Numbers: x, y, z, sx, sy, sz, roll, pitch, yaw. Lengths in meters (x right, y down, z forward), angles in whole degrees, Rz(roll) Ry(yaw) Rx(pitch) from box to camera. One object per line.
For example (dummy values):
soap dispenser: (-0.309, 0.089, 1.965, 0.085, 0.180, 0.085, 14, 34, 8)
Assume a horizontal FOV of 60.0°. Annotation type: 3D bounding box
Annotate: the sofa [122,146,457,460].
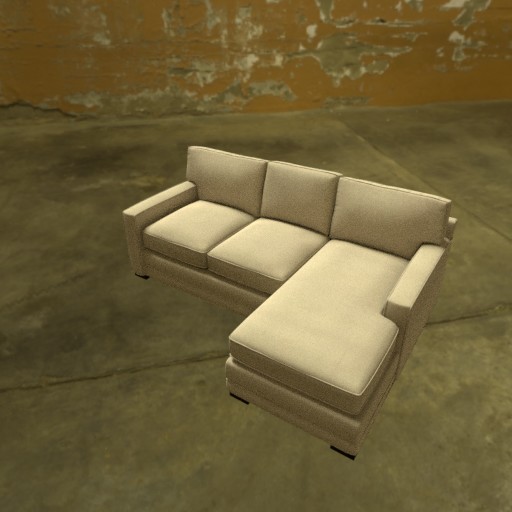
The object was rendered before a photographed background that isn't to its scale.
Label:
sofa: (0.000, 0.000, 2.876, 2.087, 0.861, 1.496, 18, 35, 28)
